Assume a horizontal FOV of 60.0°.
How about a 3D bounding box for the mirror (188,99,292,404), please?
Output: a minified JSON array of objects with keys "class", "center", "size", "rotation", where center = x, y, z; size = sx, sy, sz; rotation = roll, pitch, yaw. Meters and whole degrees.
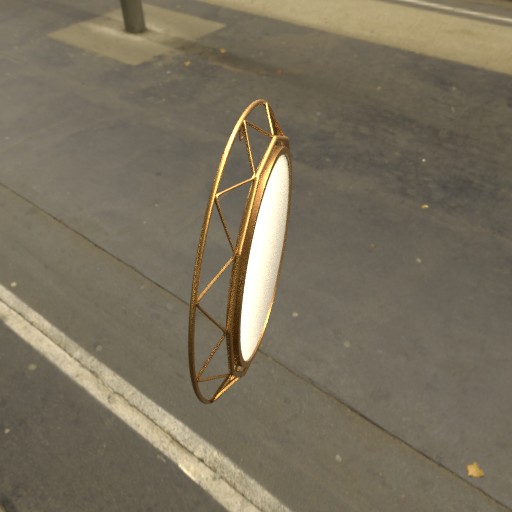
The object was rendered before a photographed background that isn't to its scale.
[{"class":"mirror","center":[0.000,0.000,0.684],"size":[0.043,0.454,0.454],"rotation":[11,46,10]}]
